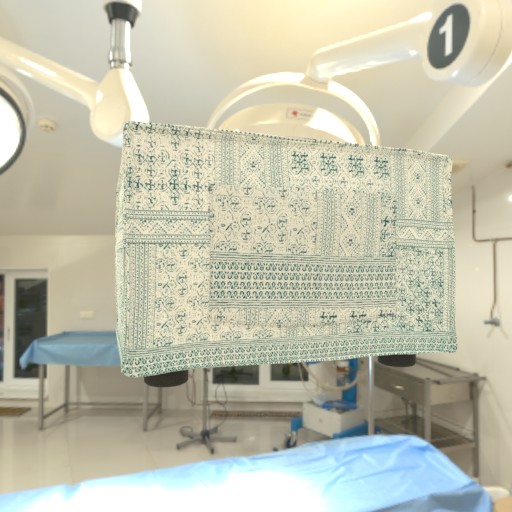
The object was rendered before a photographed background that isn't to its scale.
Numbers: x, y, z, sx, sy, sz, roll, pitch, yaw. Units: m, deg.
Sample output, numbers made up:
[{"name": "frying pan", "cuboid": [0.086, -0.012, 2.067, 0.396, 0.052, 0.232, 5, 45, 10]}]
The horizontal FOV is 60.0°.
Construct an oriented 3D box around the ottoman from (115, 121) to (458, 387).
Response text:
[{"name": "ottoman", "cuboid": [0.000, 0.000, 1.026, 0.617, 0.439, 0.626, 0, -2, -18]}]
